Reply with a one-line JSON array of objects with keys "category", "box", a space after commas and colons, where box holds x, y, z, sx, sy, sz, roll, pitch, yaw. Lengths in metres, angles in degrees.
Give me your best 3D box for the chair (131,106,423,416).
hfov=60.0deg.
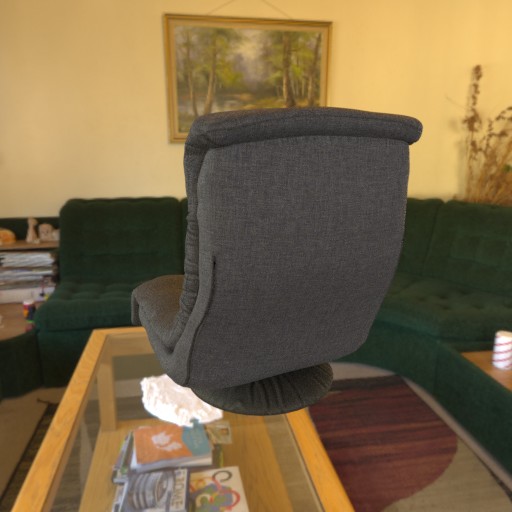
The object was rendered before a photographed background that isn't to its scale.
[{"category": "chair", "box": [0.000, 0.000, 1.231, 0.597, 0.749, 0.668, -7, 16, -26]}]
